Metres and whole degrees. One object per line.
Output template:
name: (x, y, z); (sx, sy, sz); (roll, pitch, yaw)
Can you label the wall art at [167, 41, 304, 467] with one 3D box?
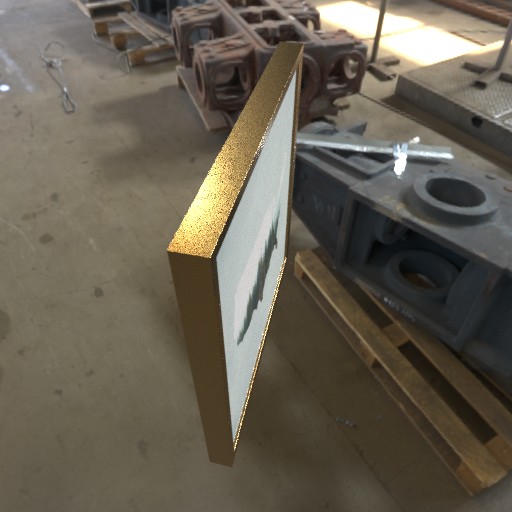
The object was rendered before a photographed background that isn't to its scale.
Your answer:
wall art: (0.000, 0.000, 0.745); (0.040, 0.509, 0.509); (10, 46, 9)
